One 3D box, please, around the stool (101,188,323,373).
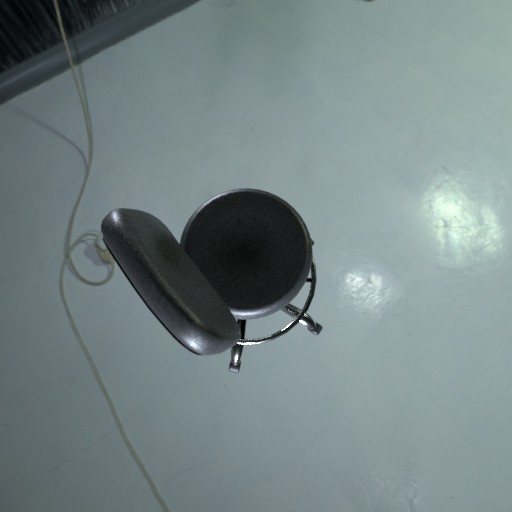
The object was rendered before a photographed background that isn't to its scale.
[{"bbox_3d":[0.000,0.000,1.490,0.658,1.069,0.694,-37,79,-9],"label":"stool"}]
